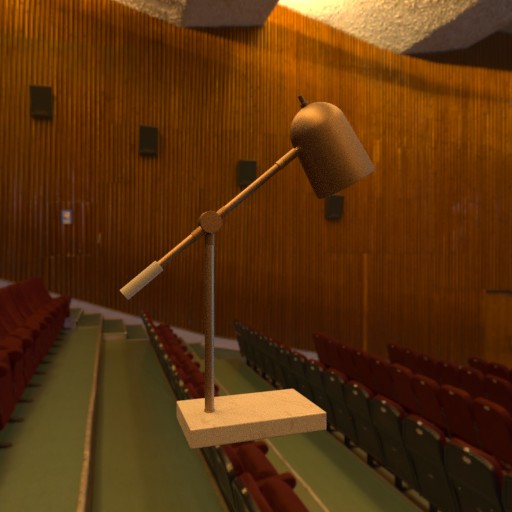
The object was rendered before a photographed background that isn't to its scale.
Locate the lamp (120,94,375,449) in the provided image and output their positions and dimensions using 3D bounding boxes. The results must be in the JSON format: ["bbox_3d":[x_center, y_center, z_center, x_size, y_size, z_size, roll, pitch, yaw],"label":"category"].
[{"bbox_3d":[0.000,0.000,0.802,0.471,0.603,0.144,0,0,-19],"label":"lamp"}]
